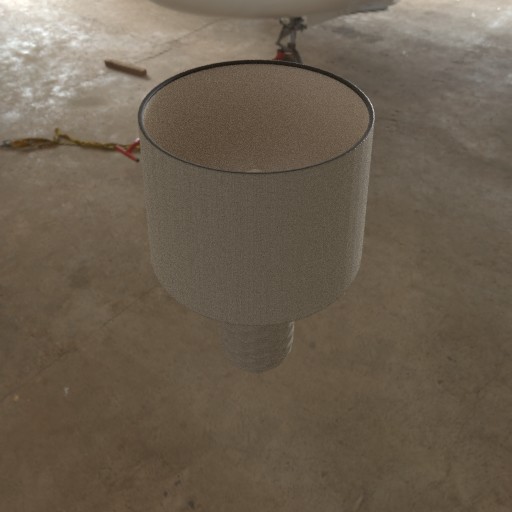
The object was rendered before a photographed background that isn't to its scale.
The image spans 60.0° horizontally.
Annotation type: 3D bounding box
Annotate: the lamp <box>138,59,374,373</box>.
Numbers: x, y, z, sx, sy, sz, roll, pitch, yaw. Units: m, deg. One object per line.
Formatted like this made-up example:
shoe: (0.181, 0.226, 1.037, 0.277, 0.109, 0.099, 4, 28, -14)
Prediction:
lamp: (0.000, 0.000, 0.828, 0.376, 0.594, 0.376, 0, 45, 0)
